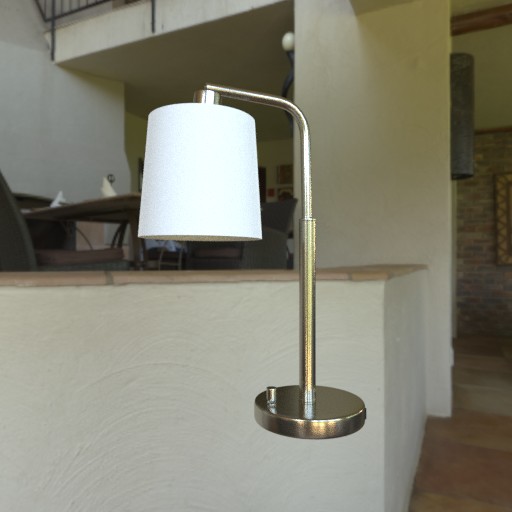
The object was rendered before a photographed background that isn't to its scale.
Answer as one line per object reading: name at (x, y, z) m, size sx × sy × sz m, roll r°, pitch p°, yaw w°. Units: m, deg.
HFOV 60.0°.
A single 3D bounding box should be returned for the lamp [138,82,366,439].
lamp at (0.000, 0.000, 0.646) m, size 0.333 × 0.489 × 0.171 m, roll 0°, pitch 0°, yaw -17°
